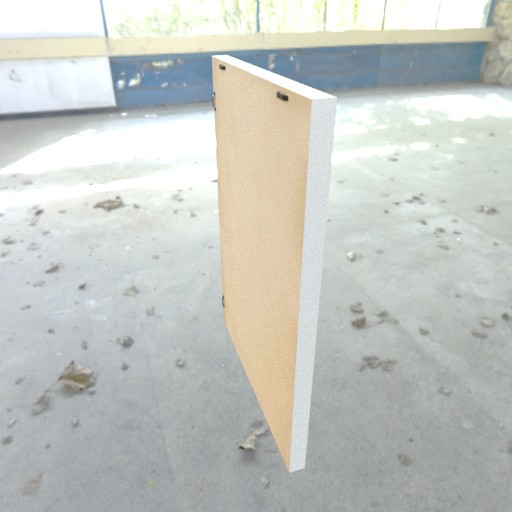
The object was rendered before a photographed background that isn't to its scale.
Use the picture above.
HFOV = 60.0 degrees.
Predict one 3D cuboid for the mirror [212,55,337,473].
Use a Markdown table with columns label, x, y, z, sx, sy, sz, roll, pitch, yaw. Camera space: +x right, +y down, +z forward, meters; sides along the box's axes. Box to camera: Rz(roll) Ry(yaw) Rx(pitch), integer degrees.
| label | x | y | z | sx | sy | sz | roll | pitch | yaw |
| --- | --- | --- | --- | --- | --- | --- | --- | --- | --- |
| mirror | 0.000 | 0.000 | 0.914 | 0.039 | 0.710 | 0.507 | -9 | 31 | -16 |
